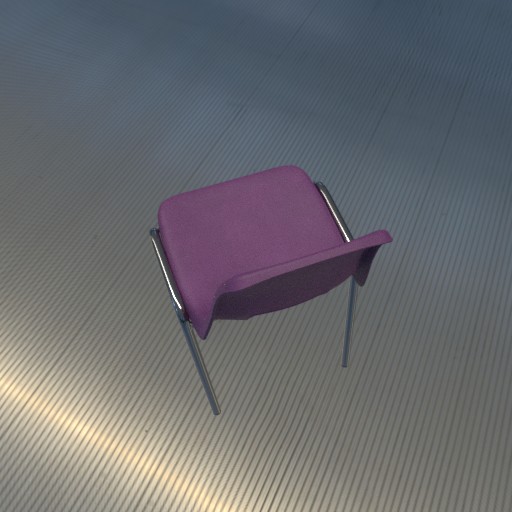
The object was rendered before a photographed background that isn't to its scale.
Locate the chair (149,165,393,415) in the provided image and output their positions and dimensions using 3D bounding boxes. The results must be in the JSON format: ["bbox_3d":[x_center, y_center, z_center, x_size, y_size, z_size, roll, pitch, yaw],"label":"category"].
[{"bbox_3d":[0.000,0.000,0.897,0.381,0.654,0.432,-17,60,-10],"label":"chair"}]
